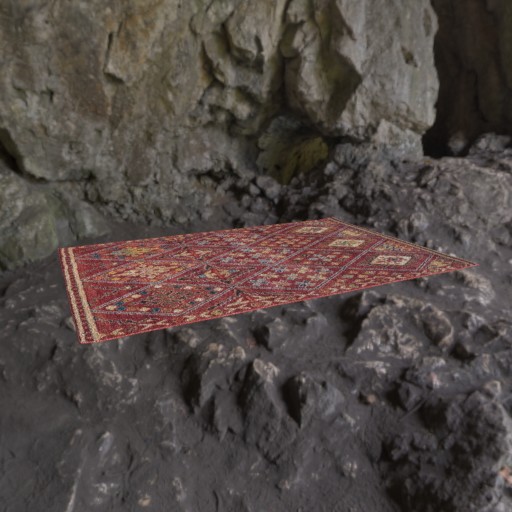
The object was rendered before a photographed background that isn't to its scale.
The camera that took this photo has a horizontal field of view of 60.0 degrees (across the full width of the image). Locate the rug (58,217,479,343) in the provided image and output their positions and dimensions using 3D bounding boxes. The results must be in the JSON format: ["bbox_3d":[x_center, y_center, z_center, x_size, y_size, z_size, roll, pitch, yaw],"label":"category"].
[{"bbox_3d":[0.000,0.000,2.856,2.286,0.026,1.521,-8,19,-25],"label":"rug"}]
